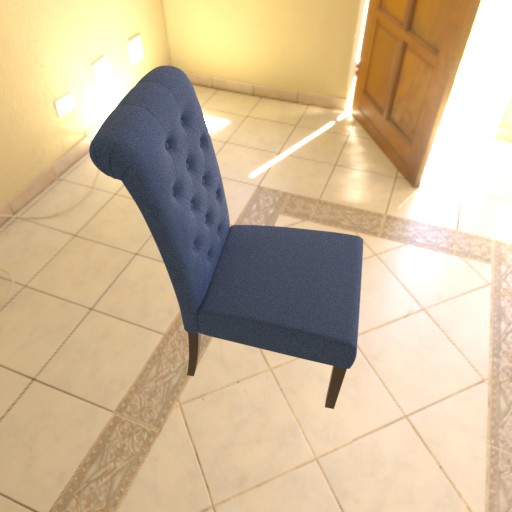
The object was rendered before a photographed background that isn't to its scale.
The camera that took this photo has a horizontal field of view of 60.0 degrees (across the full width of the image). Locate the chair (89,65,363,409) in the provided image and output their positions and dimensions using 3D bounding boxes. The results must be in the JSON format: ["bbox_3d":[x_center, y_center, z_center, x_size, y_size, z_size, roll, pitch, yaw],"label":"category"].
[{"bbox_3d":[0.000,0.000,1.372,0.671,1.006,0.456,9,47,8],"label":"chair"}]
